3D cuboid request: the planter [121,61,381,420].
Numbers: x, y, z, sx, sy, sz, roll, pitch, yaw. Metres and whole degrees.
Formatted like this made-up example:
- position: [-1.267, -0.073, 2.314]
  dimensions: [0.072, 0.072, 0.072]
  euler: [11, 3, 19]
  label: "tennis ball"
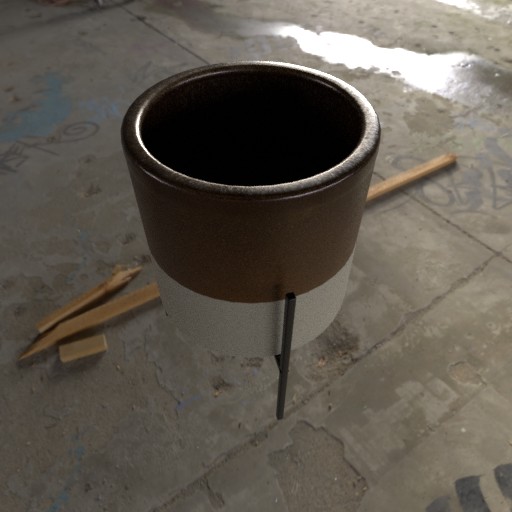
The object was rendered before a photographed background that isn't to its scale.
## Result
- position: [0.000, 0.000, 0.554]
  dimensions: [0.255, 0.375, 0.269]
  euler: [-12, 49, -11]
  label: "planter"
